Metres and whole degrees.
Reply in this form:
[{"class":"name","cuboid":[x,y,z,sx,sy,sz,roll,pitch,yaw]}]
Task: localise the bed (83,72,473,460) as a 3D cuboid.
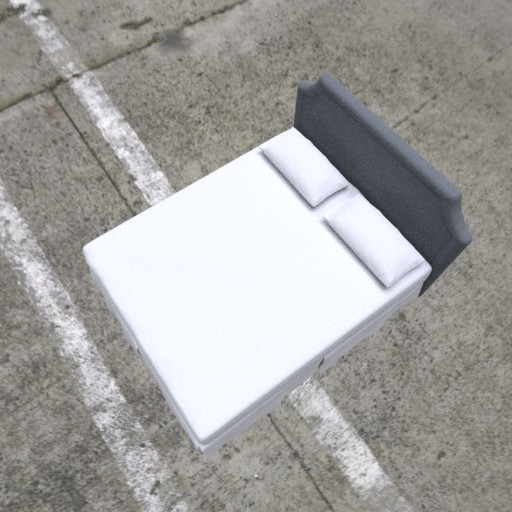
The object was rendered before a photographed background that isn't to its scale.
[{"class":"bed","cuboid":[0.000,0.000,3.296,2.259,1.296,1.811,-33,68,-15]}]
